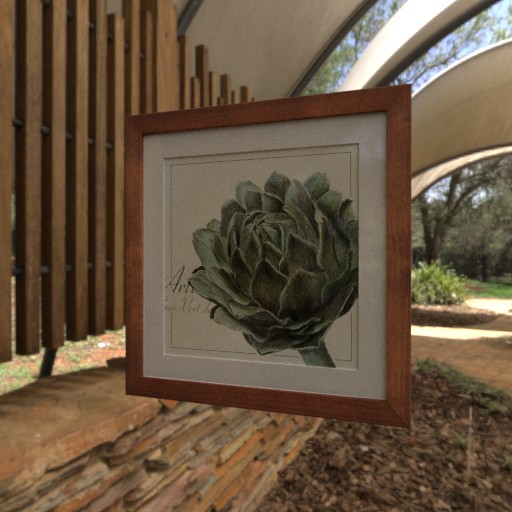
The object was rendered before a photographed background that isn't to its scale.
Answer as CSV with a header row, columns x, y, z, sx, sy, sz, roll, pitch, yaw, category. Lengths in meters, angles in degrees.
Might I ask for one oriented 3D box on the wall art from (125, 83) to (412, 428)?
x,y,z,sx,sy,sz,roll,pitch,yaw,category
0.000,0.000,0.838,0.554,0.572,0.037,0,0,19,wall art
